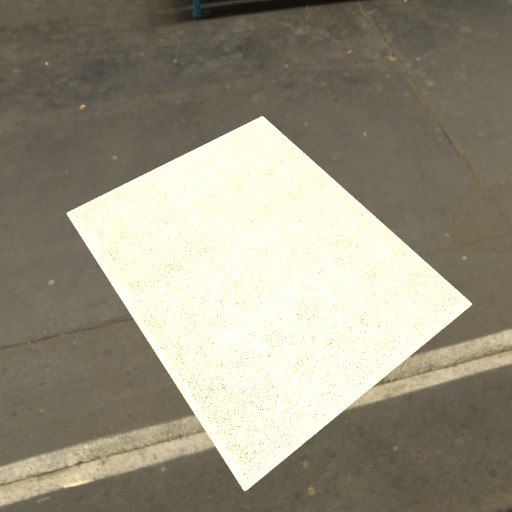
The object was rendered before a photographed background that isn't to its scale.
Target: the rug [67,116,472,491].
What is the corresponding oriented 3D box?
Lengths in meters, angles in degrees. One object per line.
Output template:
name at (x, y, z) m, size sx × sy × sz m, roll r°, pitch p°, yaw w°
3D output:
rug at (0.000, 0.000, 4.135) m, size 2.441 × 0.015 × 3.050 m, roll -32°, pitch 62°, yaw -19°
